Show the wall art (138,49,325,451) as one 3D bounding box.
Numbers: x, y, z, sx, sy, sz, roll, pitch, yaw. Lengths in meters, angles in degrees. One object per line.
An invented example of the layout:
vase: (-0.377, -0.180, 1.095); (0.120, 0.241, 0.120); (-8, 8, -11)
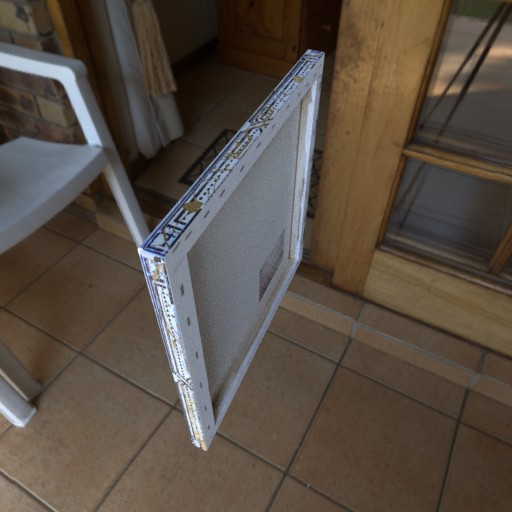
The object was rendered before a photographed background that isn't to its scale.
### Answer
wall art: (0.000, 0.000, 0.918); (0.036, 0.607, 0.609); (18, 49, 16)
